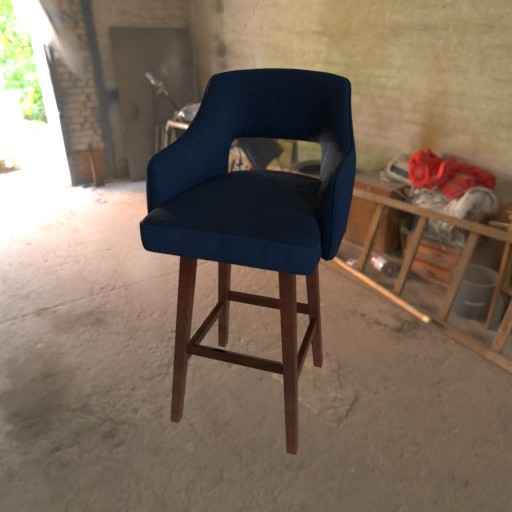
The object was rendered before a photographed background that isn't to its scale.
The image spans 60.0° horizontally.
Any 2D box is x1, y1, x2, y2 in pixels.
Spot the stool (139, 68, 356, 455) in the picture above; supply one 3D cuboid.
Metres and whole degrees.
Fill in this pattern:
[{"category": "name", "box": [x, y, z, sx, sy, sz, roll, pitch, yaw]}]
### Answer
[{"category": "stool", "box": [0.000, 0.000, 1.377, 0.550, 1.041, 0.560, 8, 28, 16]}]
